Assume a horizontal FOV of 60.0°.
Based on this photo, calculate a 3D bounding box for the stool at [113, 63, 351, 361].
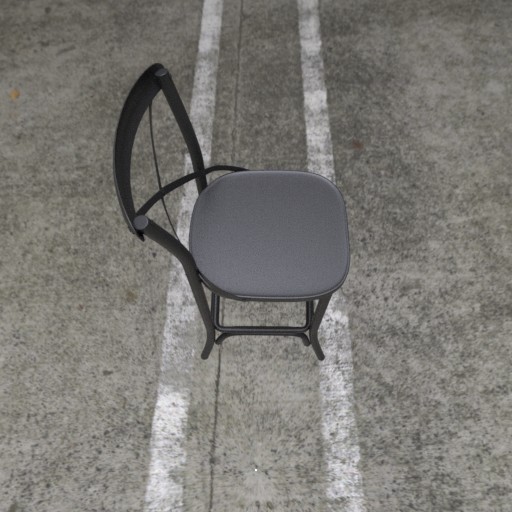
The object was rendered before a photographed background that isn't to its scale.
[{"bbox_3d":[0.000,0.000,1.425,0.584,1.168,0.457,0,64,0],"label":"stool"}]
